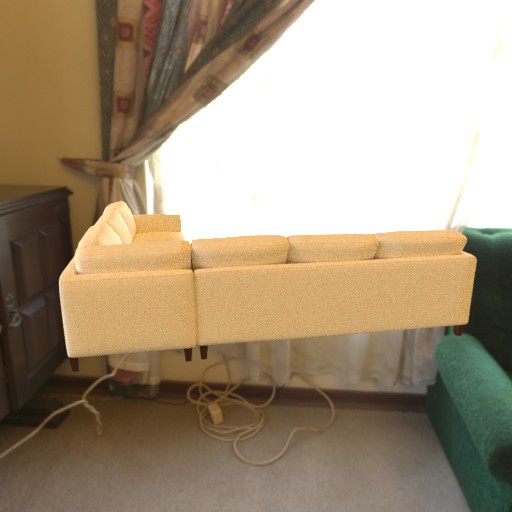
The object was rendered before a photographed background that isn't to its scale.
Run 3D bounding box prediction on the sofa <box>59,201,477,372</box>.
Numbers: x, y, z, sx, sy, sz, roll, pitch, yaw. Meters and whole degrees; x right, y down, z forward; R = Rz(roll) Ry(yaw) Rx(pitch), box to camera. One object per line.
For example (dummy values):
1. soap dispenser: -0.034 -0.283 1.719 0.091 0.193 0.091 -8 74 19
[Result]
1. sofa: 0.000 0.000 4.611 3.302 0.947 2.593 -3 16 -10
